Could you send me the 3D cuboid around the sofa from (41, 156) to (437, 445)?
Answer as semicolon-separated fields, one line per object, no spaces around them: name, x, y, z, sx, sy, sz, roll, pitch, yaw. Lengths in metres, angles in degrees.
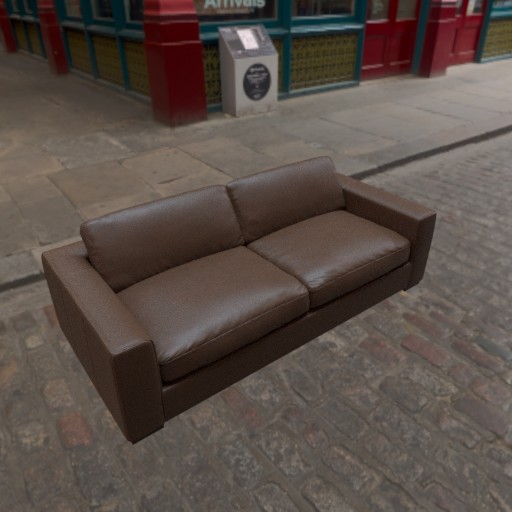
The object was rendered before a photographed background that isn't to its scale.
sofa;0.000;0.000;2.789;2.262;0.801;1.070;-21;37;-31
